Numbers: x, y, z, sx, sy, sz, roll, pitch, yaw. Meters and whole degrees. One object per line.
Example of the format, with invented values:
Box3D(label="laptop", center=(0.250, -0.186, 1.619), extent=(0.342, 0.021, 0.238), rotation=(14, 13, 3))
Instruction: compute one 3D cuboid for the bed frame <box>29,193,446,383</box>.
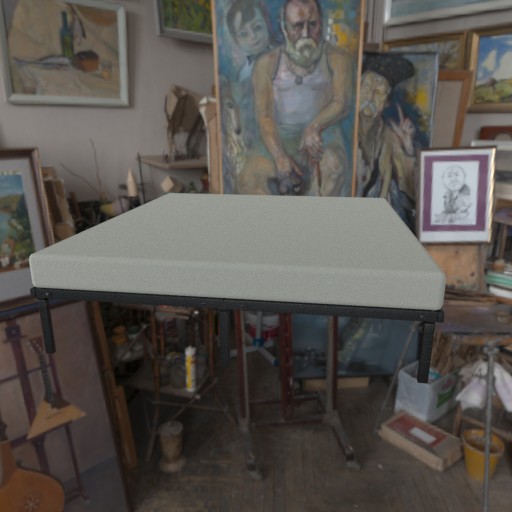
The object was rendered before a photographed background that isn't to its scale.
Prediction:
Box3D(label="bed frame", center=(0.000, 0.000, 3.909), extent=(2.526, 0.680, 2.635), rotation=(2, 17, 8))
